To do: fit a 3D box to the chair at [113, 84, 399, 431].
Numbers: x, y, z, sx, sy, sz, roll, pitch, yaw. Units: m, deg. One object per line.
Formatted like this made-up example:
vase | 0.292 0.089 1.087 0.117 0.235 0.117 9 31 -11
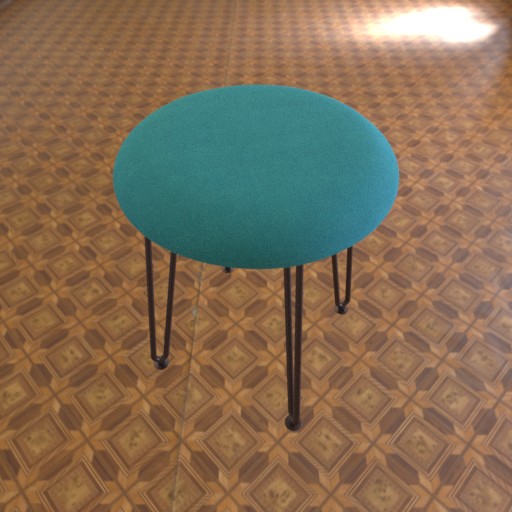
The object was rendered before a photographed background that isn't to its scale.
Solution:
chair | 0.000 0.000 0.680 0.350 0.430 0.350 10 47 9
